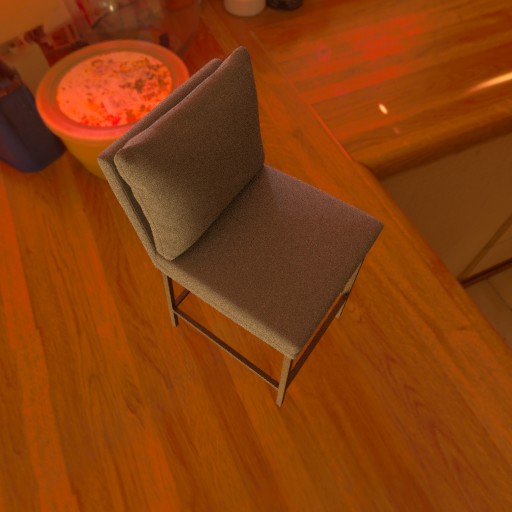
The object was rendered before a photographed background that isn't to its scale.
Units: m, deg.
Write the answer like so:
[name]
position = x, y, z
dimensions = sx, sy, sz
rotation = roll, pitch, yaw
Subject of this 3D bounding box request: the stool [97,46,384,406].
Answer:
[stool]
position = 0.000, 0.000, 1.351
dimensions = 0.569, 1.031, 0.463
rotation = 31, 64, 17
